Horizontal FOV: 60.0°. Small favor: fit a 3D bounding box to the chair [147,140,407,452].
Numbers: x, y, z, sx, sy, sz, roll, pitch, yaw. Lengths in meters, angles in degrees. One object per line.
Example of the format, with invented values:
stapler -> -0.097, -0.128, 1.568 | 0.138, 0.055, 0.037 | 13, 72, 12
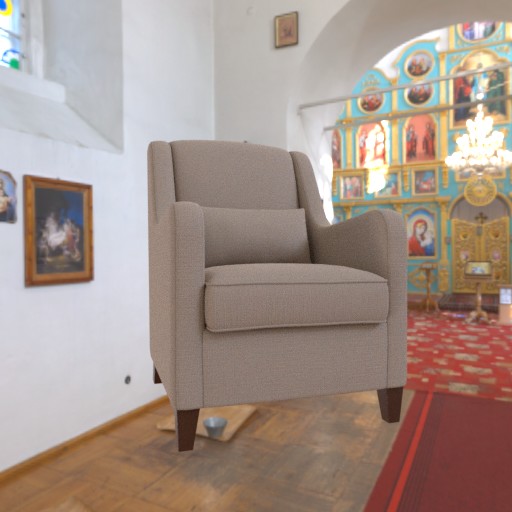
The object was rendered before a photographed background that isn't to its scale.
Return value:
chair -> 0.000, 0.000, 1.622 | 0.715, 1.017, 0.896 | 0, 0, -18
